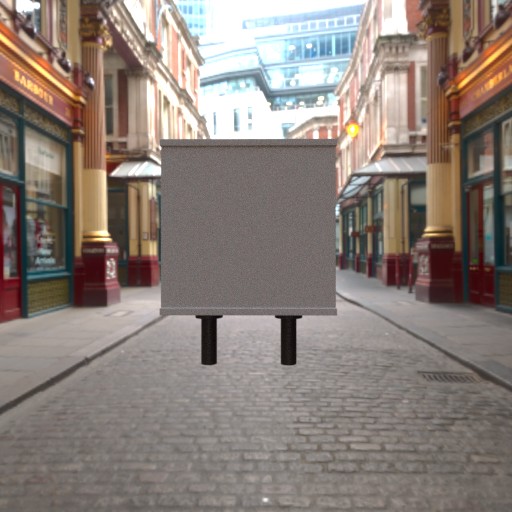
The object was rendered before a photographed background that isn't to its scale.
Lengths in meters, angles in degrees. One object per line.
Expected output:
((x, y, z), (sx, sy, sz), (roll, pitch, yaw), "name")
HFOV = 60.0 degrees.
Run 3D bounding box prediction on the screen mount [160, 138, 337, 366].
((0.000, 0.000, 1.799), (0.418, 0.520, 1.600), (0, 0, 1), "screen mount")
